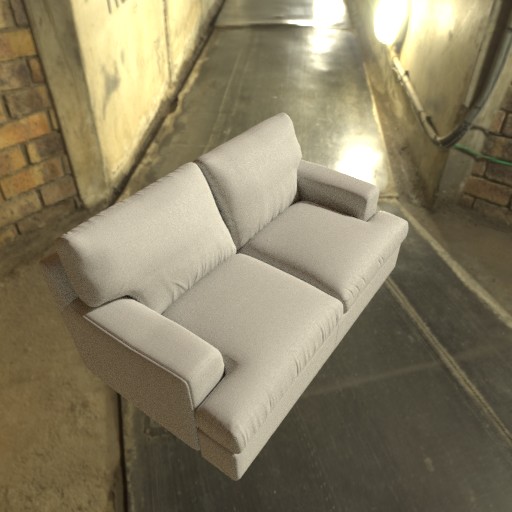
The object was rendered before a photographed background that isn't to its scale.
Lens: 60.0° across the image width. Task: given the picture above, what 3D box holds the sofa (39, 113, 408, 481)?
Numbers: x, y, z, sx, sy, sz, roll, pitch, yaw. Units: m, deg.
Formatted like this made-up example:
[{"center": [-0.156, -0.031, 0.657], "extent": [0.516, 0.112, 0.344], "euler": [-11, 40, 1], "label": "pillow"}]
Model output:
[{"center": [0.000, 0.000, 2.482], "extent": [1.143, 0.940, 1.880], "euler": [25, 45, 27], "label": "sofa"}]
